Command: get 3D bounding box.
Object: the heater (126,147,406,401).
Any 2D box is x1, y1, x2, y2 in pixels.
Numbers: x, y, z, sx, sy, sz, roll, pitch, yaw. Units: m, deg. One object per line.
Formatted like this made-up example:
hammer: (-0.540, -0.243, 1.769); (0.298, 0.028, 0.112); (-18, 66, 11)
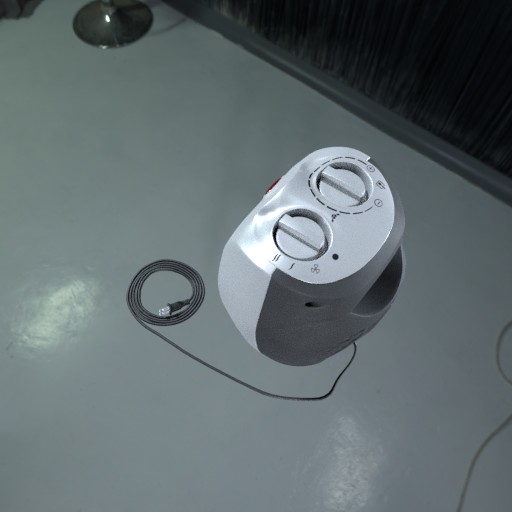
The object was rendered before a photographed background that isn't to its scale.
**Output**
heater: (0.000, 0.000, 0.472); (0.291, 0.240, 0.239); (35, 68, 16)
